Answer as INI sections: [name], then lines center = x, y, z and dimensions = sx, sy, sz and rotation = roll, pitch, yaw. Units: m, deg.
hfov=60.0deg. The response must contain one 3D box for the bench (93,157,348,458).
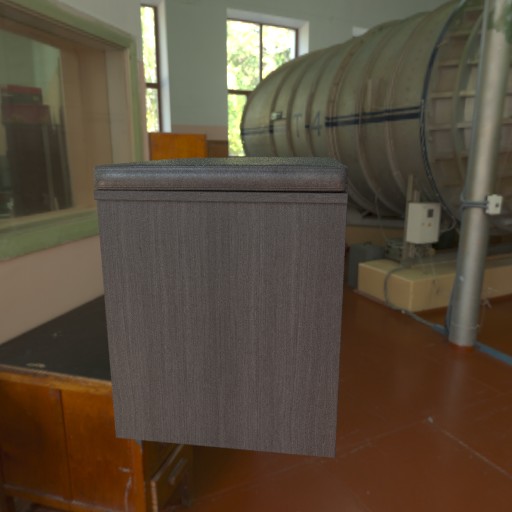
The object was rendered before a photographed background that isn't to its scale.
[bench]
center = 0.000, 0.000, 1.164
dimensions = 0.401, 0.501, 0.905
rotation = 2, 13, 8
